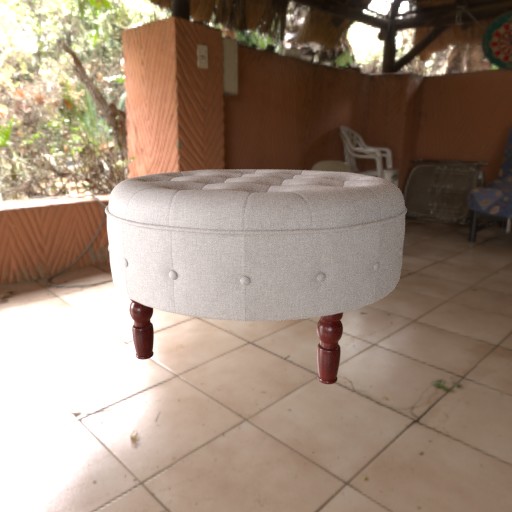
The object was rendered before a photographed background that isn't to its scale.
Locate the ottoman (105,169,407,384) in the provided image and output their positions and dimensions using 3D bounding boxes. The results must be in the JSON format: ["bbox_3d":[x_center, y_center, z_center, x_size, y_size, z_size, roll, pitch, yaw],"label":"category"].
[{"bbox_3d":[0.000,0.000,1.354,0.849,0.478,0.849,0,15,0],"label":"ottoman"}]
